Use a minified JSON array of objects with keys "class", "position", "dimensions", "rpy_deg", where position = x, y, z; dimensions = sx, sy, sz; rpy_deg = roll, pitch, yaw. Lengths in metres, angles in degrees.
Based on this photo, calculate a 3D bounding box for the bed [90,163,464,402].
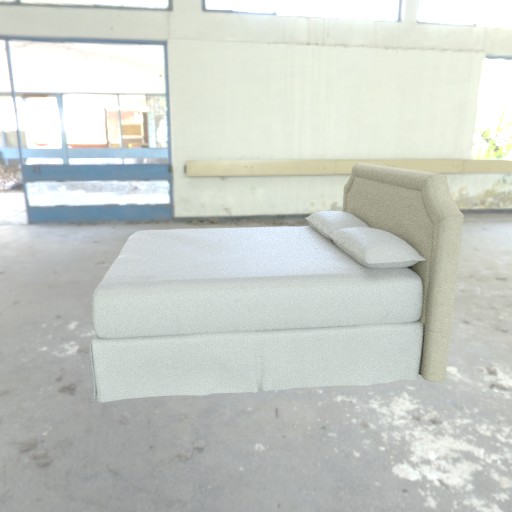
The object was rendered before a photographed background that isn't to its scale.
[{"class":"bed","position":[0.000,0.000,3.332],"dimensions":[2.164,1.297,1.828],"rpy_deg":[-2,15,-7]}]
